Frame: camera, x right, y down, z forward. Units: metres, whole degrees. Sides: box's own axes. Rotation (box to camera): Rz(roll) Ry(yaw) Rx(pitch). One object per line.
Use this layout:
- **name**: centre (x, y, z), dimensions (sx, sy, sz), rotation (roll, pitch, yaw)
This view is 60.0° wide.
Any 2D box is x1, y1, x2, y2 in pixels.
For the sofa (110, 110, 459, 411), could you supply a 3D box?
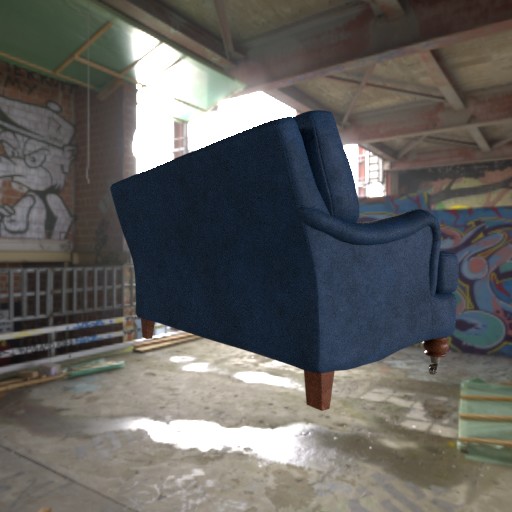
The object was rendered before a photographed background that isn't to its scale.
- **sofa**: centre (0.000, 0.000, 2.474), dimensions (1.084, 1.101, 1.853), rotation (0, 0, -36)
